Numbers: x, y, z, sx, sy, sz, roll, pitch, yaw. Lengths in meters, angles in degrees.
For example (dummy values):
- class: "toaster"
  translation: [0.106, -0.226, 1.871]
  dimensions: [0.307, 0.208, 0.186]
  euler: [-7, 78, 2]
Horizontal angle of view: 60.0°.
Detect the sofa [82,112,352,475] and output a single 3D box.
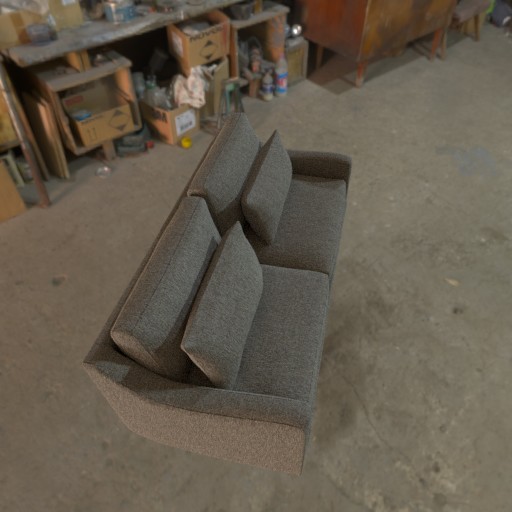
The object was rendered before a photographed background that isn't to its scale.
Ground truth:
- class: "sofa"
  translation: [0.000, 0.000, 3.013]
  dimensions: [1.103, 0.998, 2.418]
  euler: [10, 47, 9]
